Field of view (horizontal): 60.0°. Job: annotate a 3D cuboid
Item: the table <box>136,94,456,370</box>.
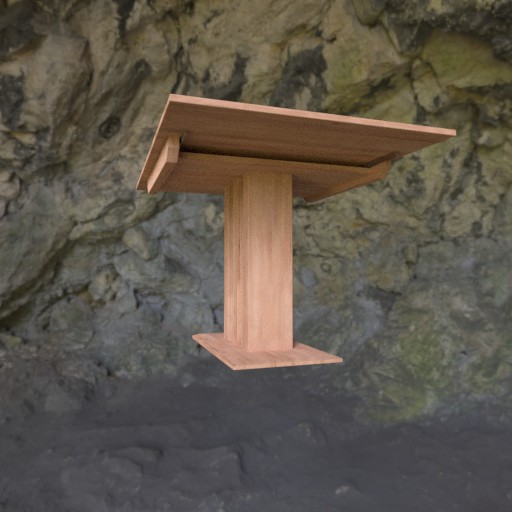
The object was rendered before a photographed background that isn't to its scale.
[{"bbox_3d":[0.000,0.000,1.863,0.900,0.770,1.300,1,-2,-19],"label":"table"}]
